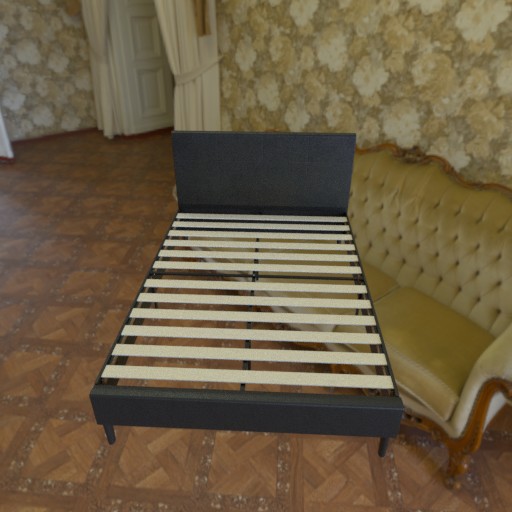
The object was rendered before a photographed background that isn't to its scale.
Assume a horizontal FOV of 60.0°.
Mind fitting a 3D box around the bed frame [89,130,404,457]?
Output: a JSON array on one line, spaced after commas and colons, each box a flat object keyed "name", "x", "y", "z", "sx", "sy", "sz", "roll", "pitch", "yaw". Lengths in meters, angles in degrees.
[{"name": "bed frame", "x": 0.000, "y": 0.000, "z": 2.896, "sx": 1.469, "sy": 1.046, "sz": 2.152, "roll": 2, "pitch": 31, "yaw": 3}]
